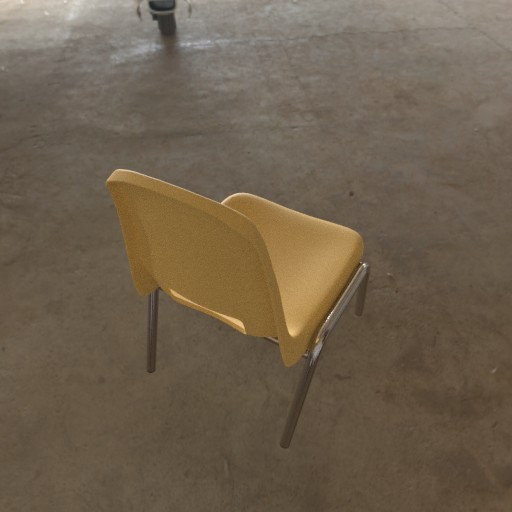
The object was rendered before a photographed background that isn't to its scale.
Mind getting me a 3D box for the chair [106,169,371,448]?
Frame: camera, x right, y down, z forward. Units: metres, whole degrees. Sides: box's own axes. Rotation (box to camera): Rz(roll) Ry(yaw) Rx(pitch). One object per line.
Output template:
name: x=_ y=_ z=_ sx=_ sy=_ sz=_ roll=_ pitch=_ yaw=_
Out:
chair: x=0.000 y=0.000 z=0.776 sx=0.354 sy=0.536 sz=0.385 roll=22 pitch=49 yaw=20
